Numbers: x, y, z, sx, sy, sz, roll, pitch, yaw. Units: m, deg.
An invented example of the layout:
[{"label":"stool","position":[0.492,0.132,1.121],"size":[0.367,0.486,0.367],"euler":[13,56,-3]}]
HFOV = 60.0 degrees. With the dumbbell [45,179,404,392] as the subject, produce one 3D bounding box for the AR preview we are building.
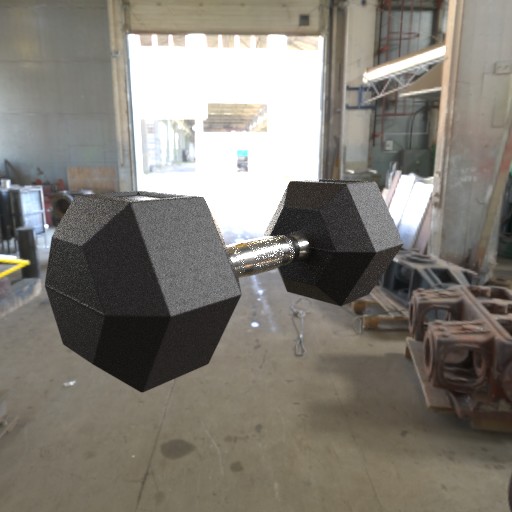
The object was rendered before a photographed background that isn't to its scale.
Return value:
[{"label":"dumbbell","position":[0.000,0.000,0.398],"size":[0.142,0.123,0.337],"euler":[12,18,42]}]
